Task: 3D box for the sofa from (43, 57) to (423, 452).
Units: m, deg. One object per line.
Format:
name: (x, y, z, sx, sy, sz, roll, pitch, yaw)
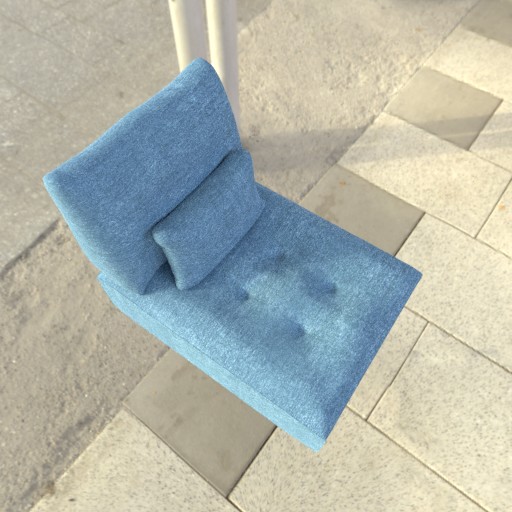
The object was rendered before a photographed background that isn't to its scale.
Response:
sofa: (0.000, 0.000, 1.507, 1.000, 0.820, 0.700, 31, 64, 17)
